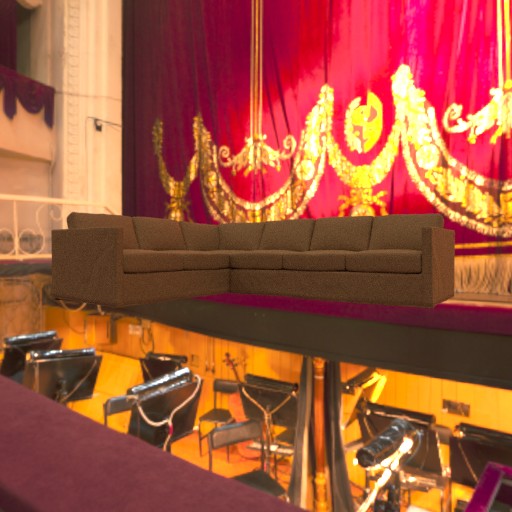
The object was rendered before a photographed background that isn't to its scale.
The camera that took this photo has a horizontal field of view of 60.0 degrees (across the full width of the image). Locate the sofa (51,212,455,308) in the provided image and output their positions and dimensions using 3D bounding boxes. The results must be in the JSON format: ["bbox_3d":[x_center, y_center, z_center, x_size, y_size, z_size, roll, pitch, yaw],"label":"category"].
[{"bbox_3d":[0.000,0.000,4.361,3.182,0.871,2.432,0,1,36],"label":"sofa"}]
